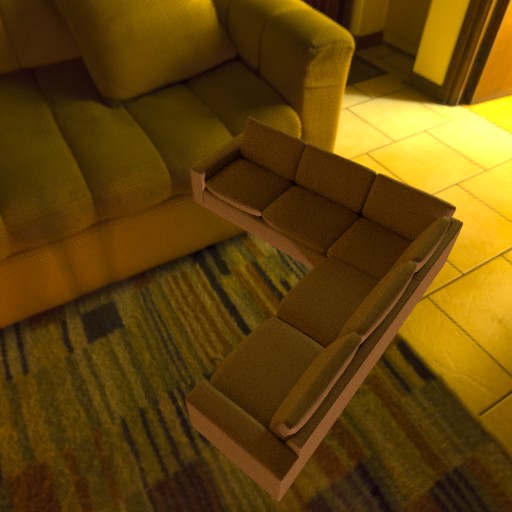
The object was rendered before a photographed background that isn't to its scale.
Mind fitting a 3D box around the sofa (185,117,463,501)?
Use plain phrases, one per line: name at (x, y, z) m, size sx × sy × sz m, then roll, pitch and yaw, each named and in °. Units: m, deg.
sofa at (0.000, 0.000, 3.961) m, size 2.622 × 0.800 × 2.742 m, roll 31°, pitch 55°, yaw 25°
